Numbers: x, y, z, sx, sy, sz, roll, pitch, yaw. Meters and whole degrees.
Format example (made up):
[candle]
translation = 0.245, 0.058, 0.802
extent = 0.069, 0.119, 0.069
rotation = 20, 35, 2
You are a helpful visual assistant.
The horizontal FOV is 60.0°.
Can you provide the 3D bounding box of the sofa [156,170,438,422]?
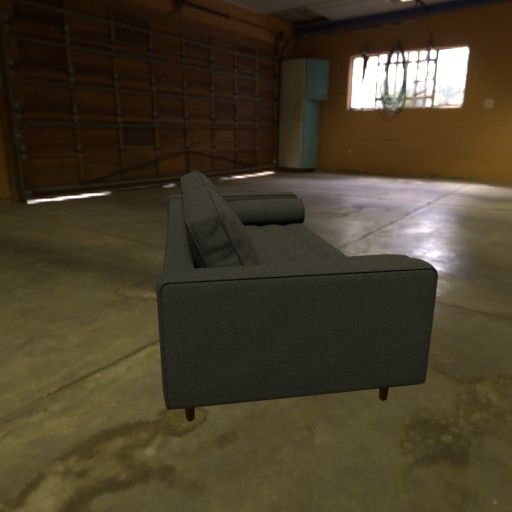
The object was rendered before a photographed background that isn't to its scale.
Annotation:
[sofa]
translation = 0.000, 0.000, 2.279
extent = 0.914, 0.759, 1.875
rotation = -3, 16, -10
